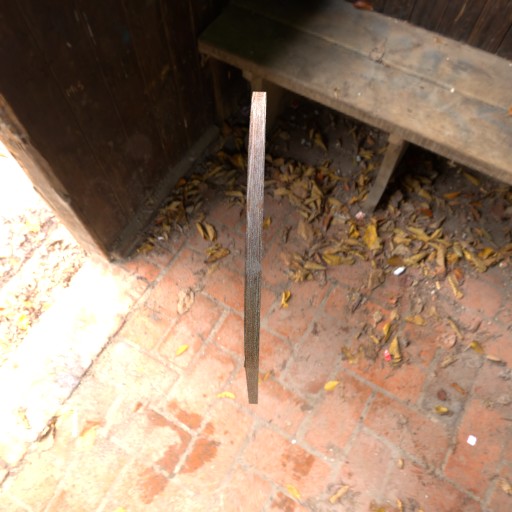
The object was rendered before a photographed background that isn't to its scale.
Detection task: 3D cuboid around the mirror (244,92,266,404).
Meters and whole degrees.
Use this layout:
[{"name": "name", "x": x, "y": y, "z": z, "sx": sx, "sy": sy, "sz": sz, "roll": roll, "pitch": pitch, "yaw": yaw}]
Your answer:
[{"name": "mirror", "x": 0.000, "y": 0.000, "z": 1.213, "sx": 0.032, "sy": 0.920, "sz": 0.660, "roll": 2, "pitch": 64, "yaw": 1}]
